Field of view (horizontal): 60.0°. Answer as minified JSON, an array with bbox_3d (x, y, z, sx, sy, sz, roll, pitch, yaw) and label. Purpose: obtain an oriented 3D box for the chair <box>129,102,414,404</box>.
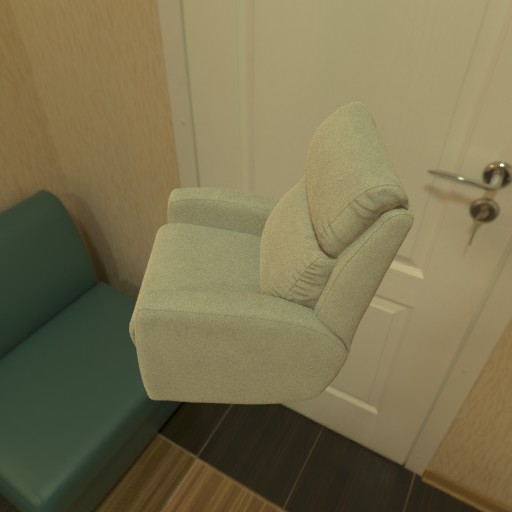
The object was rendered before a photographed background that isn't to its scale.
[{"bbox_3d":[0.000,0.000,1.746,0.940,1.021,0.794,1,41,1],"label":"chair"}]
